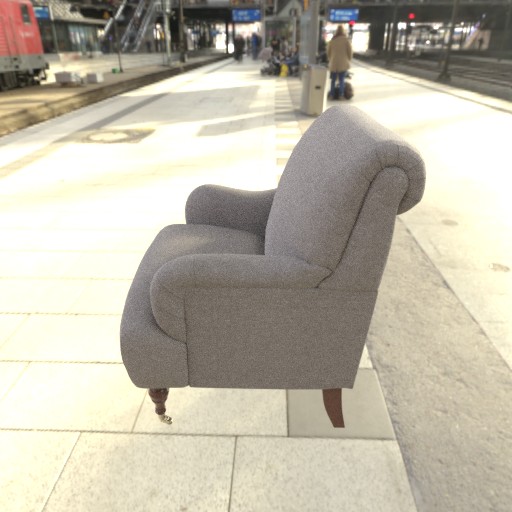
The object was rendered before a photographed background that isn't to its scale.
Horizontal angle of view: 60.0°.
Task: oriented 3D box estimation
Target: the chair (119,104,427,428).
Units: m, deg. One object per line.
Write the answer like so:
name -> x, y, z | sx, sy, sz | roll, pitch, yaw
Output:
chair -> 0.000, 0.000, 1.545 | 0.843, 0.942, 0.766 | 0, 26, 0
